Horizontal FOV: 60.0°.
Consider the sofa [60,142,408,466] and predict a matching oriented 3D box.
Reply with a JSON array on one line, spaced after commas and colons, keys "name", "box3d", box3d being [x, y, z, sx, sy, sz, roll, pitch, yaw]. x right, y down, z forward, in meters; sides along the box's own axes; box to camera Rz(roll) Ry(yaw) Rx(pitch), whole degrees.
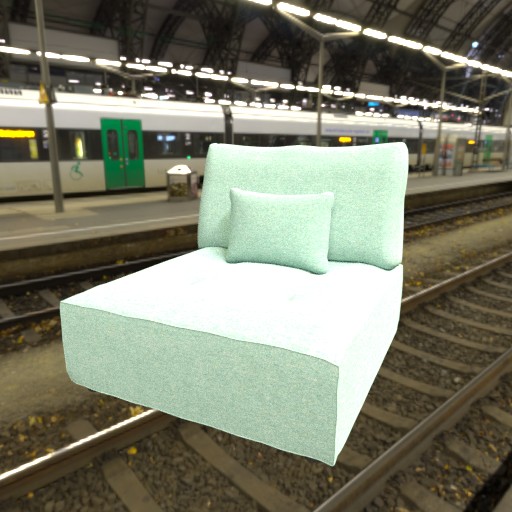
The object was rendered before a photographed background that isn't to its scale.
[{"name": "sofa", "box3d": [0.000, 0.000, 1.642, 0.930, 0.820, 1.000, 7, 15, 25]}]
